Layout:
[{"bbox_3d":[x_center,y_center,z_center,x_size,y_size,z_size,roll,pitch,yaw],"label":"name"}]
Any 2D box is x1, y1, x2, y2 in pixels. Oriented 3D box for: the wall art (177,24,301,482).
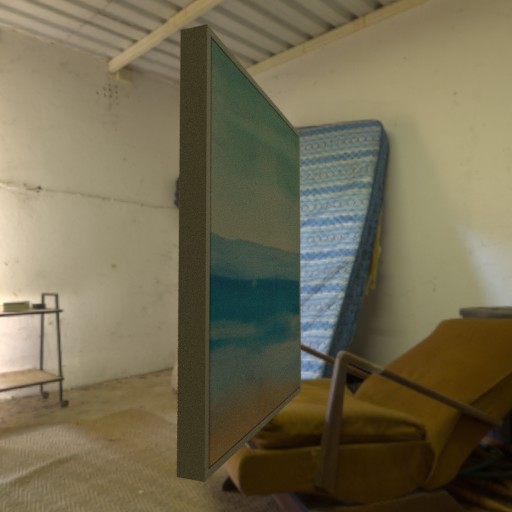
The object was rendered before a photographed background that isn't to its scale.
[{"bbox_3d":[0.000,0.000,0.749,0.039,0.553,0.445,-1,-3,20],"label":"wall art"}]
